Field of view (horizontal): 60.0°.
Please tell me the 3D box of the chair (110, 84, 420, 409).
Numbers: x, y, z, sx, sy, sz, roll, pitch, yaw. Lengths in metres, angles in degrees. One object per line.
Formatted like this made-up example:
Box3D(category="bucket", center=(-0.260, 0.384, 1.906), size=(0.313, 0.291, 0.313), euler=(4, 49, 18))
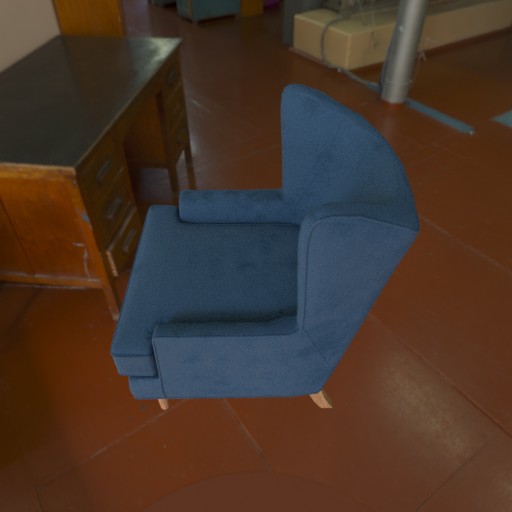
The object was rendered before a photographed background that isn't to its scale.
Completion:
Box3D(category="chair", center=(0.000, 0.000, 1.595), size=(0.910, 0.952, 0.793), euler=(-1, 42, -1))
